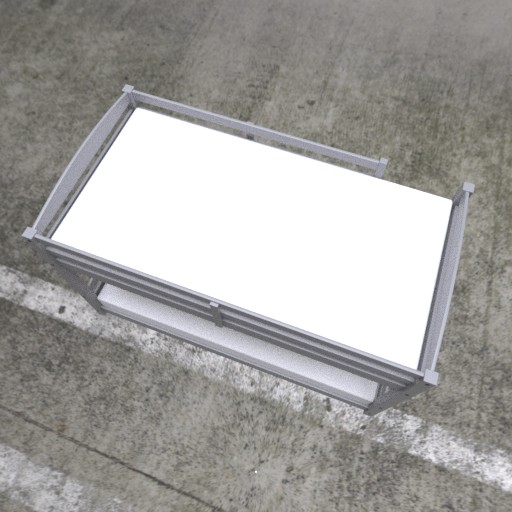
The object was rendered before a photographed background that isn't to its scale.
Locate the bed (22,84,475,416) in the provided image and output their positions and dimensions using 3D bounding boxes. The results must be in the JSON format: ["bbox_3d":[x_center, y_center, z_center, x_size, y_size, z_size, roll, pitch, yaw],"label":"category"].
[{"bbox_3d":[0.000,0.000,2.716,2.013,1.206,1.105,19,66,9],"label":"bed"}]
